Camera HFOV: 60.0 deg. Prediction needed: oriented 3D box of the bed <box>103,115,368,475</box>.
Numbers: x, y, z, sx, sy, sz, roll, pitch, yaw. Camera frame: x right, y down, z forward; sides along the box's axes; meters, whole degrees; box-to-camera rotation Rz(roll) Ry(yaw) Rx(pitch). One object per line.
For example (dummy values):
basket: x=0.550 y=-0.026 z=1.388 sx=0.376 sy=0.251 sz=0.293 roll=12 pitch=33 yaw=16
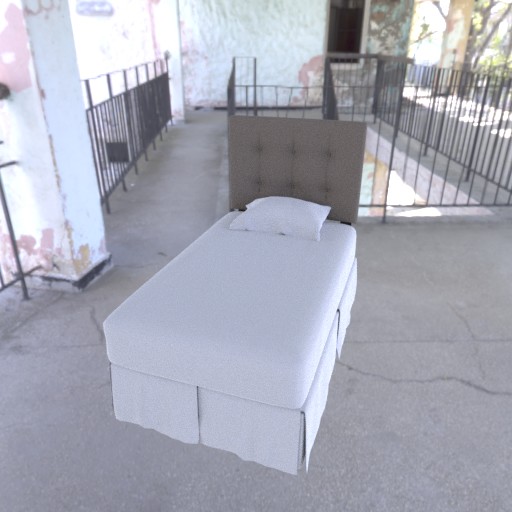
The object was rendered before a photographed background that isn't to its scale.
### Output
bed: x=0.000 y=0.000 z=3.064 sx=1.261 sy=1.571 sz=1.997 roll=9 pitch=27 yaw=17
